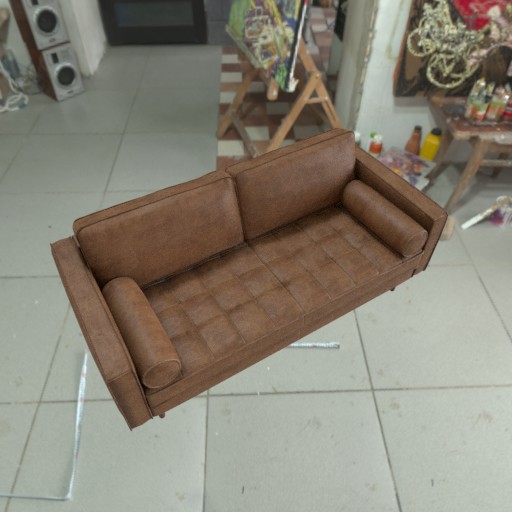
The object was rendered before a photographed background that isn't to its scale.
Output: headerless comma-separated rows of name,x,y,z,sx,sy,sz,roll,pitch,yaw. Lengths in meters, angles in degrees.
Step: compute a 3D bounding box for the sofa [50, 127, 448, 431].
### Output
sofa,0.000,0.000,2.440,1.920,0.825,0.924,-24,51,-21
